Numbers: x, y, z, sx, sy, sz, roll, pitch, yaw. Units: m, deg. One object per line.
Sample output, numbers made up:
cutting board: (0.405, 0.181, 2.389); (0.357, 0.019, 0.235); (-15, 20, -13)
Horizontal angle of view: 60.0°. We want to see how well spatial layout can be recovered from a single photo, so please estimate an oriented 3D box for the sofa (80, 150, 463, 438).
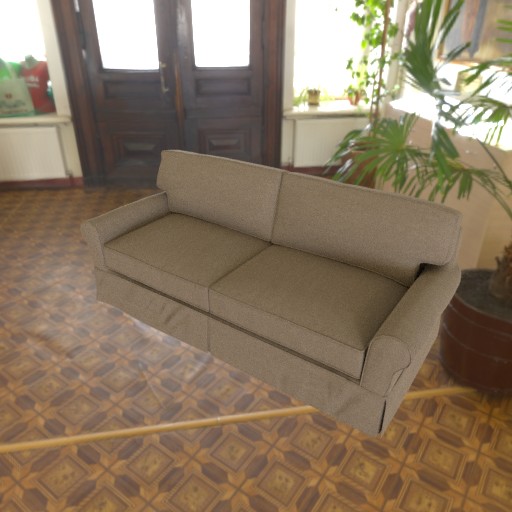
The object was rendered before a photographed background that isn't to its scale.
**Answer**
sofa: (0.000, 0.000, 2.761); (2.248, 0.943, 0.991); (19, 34, 30)
